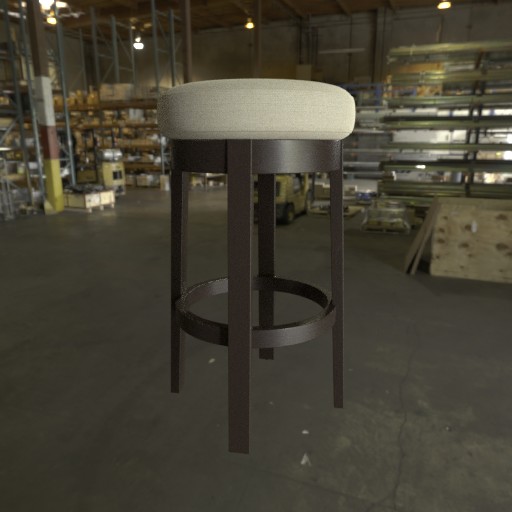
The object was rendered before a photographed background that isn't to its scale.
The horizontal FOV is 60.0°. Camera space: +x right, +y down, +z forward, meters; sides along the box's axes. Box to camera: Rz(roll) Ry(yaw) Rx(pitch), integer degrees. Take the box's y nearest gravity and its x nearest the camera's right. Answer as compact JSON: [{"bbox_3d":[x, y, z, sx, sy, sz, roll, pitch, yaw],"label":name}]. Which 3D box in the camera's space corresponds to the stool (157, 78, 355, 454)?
[{"bbox_3d":[0.000,0.000,1.057,0.446,0.758,0.446,0,14,0],"label":"stool"}]
